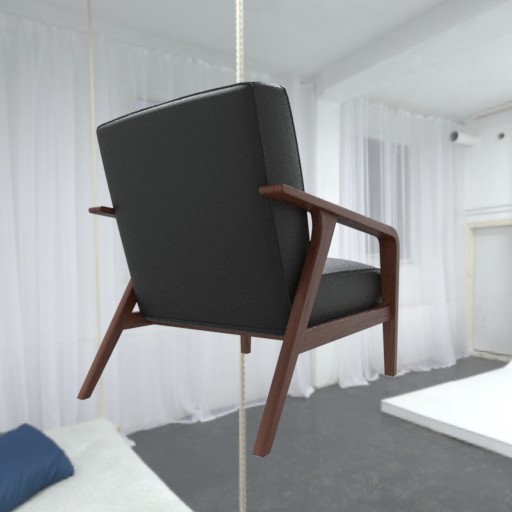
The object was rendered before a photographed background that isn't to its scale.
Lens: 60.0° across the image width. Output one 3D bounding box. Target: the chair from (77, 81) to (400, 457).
[{"bbox_3d":[0.000,0.000,1.492,0.719,0.861,0.889,0,-1,36],"label":"chair"}]
